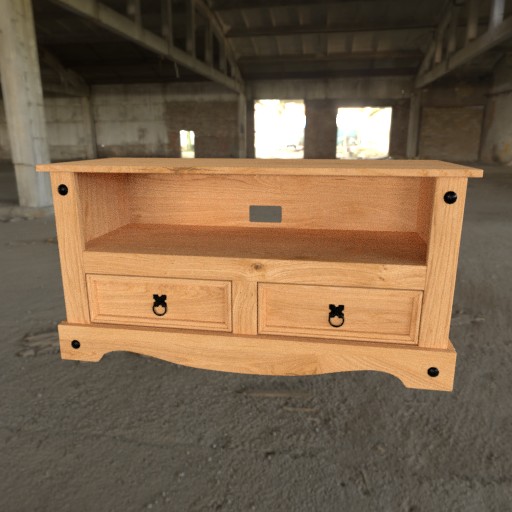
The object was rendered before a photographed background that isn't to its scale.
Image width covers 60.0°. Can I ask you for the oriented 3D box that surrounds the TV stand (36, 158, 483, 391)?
[{"bbox_3d":[0.000,0.000,1.329,1.080,0.550,0.440,2,15,9],"label":"TV stand"}]
